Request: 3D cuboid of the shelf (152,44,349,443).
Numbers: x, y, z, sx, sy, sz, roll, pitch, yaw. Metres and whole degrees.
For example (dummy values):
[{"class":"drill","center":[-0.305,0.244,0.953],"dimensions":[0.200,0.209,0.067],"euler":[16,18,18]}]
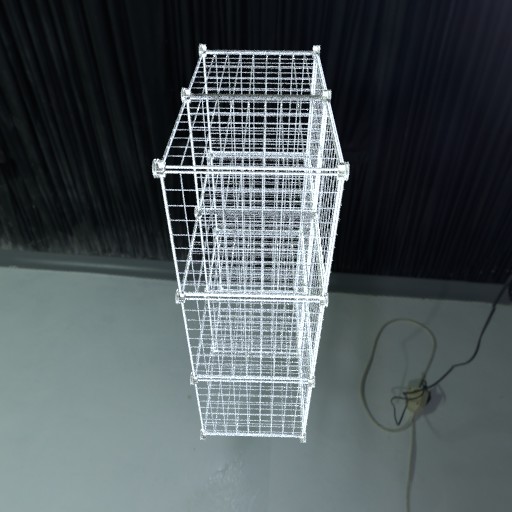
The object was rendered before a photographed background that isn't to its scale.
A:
[{"class":"shelf","center":[0.000,0.000,1.413],"dimensions":[0.356,1.067,0.711],"euler":[1,42,1]}]
